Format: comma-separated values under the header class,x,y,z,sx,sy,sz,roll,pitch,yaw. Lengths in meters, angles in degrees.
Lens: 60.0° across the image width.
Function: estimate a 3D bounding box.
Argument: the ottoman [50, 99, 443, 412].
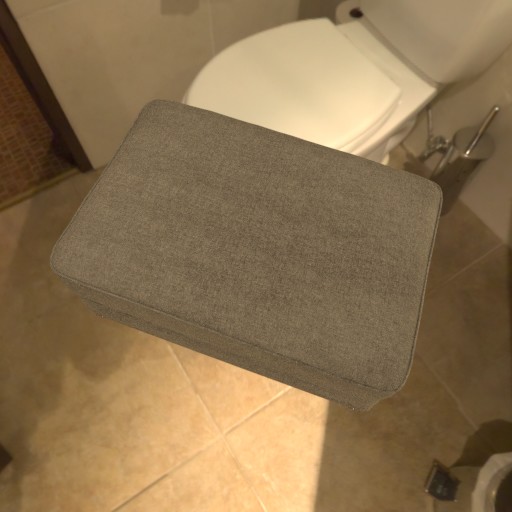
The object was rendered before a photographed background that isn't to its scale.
class,x,y,z,sx,sy,sz,roll,pitch,yaw
ottoman,0.000,0.000,1.173,0.813,0.457,0.561,18,65,9
